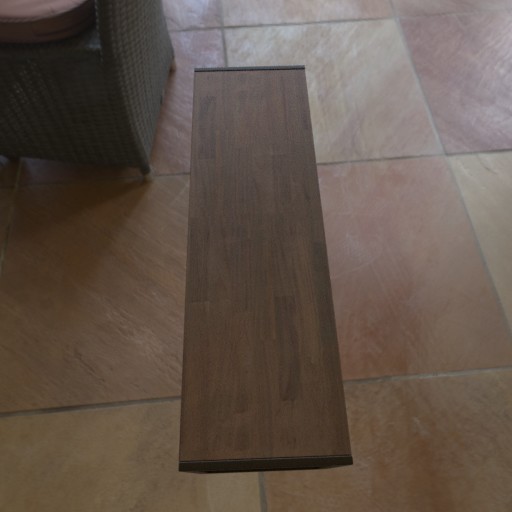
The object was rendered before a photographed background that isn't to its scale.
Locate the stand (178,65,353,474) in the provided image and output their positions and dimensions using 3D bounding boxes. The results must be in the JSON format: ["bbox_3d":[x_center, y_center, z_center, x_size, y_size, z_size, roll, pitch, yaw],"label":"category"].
[{"bbox_3d":[0.000,0.000,1.699,0.454,0.506,1.480,-2,63,-1],"label":"stand"}]
